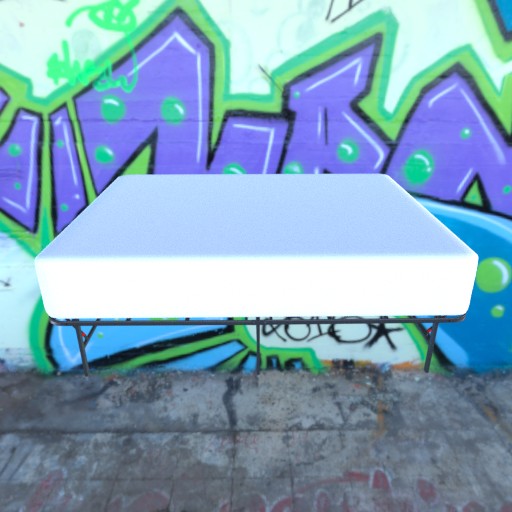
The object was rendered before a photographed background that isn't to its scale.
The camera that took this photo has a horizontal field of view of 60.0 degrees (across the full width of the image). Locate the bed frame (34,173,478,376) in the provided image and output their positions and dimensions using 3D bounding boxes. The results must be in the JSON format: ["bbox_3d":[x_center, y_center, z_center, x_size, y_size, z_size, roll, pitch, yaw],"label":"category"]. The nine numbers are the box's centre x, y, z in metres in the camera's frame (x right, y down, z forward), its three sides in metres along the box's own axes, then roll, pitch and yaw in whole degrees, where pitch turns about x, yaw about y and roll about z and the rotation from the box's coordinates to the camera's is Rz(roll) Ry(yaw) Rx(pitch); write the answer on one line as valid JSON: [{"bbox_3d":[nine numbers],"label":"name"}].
[{"bbox_3d":[0.000,0.000,2.795,2.037,0.677,1.528,0,25,-1],"label":"bed frame"}]
